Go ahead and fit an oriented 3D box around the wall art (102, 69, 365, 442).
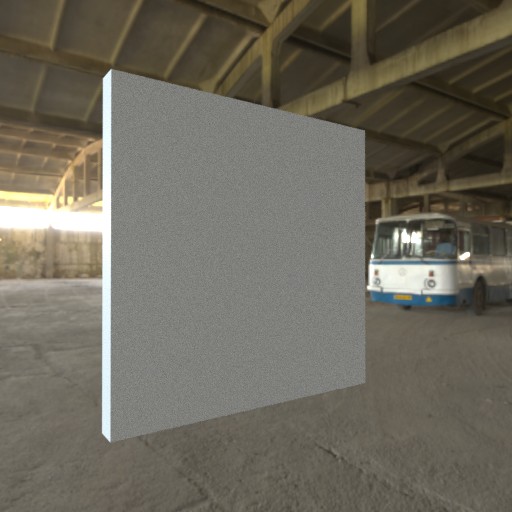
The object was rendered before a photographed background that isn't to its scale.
[{"bbox_3d":[0.000,0.000,0.533,0.355,0.355,0.027,0,-1,-35],"label":"wall art"}]
